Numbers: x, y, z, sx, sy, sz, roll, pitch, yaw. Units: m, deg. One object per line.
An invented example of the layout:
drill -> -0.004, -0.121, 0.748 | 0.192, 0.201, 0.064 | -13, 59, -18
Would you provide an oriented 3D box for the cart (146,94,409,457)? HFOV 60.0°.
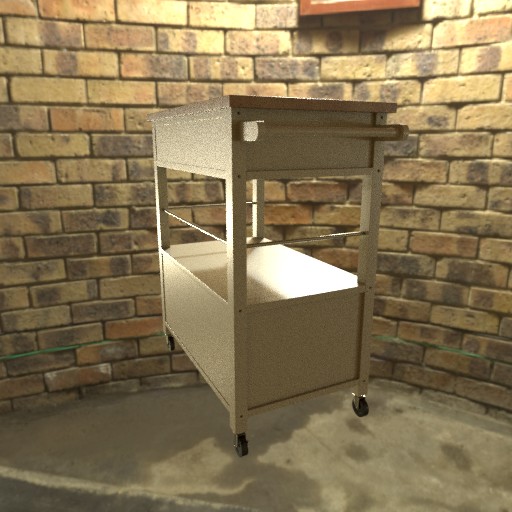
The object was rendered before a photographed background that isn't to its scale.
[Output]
cart -> 0.000, 0.000, 1.426 | 0.459, 0.901, 0.840 | -7, 16, -25
